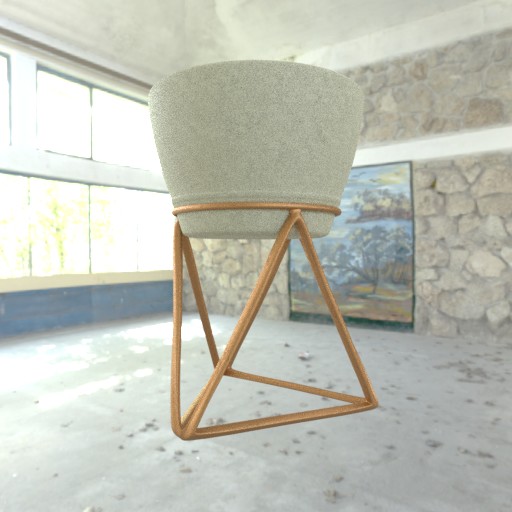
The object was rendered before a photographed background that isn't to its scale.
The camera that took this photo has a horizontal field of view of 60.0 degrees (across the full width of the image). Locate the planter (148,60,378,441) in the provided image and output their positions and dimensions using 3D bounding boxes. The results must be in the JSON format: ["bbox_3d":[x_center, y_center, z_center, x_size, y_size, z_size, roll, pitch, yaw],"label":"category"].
[{"bbox_3d":[0.000,0.000,0.740,0.350,0.504,0.350,1,1,37],"label":"planter"}]
